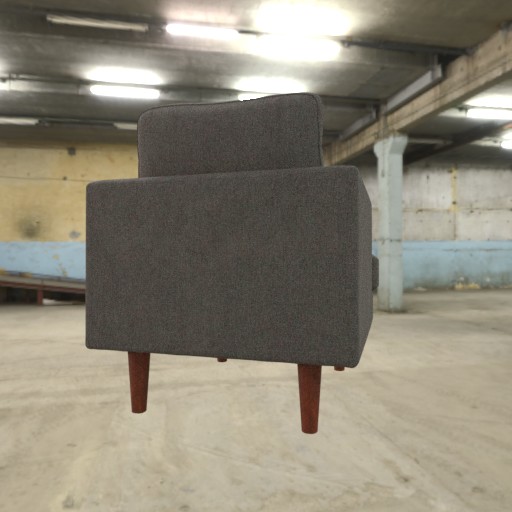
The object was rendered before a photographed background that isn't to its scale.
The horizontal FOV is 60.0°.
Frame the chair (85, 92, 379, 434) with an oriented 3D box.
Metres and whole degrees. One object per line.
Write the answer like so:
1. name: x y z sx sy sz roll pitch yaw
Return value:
1. chair: 0.000 0.000 1.646 0.858 0.957 0.899 0 0 17
